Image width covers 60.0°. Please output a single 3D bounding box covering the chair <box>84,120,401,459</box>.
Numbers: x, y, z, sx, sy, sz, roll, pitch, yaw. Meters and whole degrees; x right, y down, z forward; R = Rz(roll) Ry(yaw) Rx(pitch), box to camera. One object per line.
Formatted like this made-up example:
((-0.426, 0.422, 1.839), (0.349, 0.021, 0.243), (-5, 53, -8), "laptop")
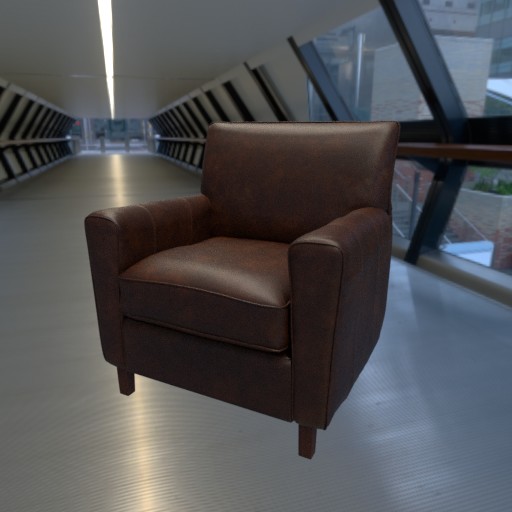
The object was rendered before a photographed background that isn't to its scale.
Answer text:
((0.000, 0.000, 1.602), (0.870, 0.943, 0.823), (8, 18, 26), "chair")
